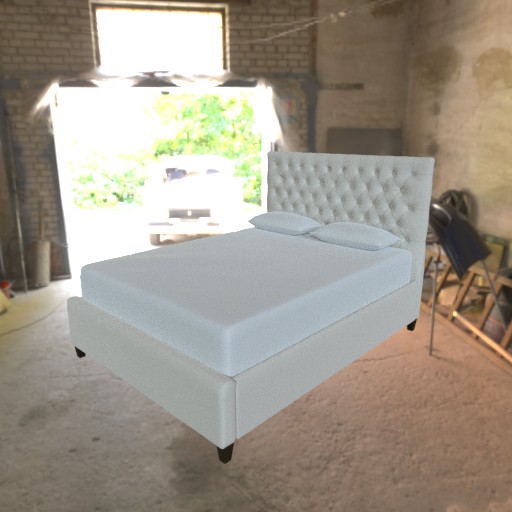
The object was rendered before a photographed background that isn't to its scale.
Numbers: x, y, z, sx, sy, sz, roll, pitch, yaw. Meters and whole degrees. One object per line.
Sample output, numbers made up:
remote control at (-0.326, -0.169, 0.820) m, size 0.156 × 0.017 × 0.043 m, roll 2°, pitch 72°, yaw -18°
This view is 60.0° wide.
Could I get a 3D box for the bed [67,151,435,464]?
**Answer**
bed at (0.000, 0.000, 3.337) m, size 1.696 × 1.426 × 2.233 m, roll 14°, pitch 21°, yaw 41°
